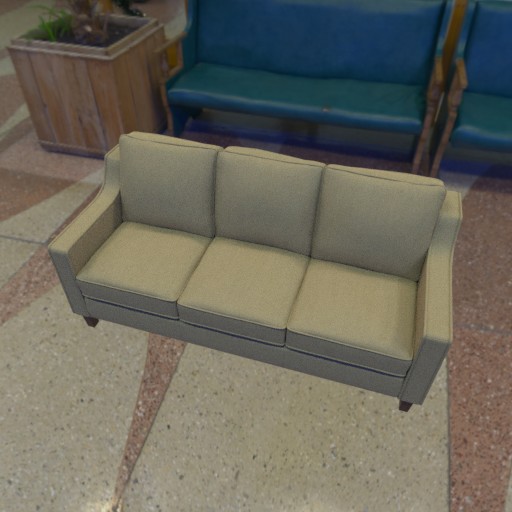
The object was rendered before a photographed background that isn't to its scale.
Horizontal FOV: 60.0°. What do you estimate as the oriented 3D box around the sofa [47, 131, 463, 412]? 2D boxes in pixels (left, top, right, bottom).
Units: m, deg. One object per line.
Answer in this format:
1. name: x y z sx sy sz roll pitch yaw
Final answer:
1. sofa: 0.000 0.000 2.468 1.986 0.974 0.911 12 44 13
